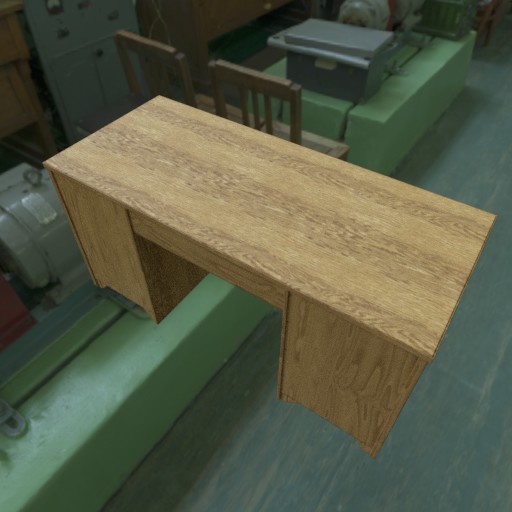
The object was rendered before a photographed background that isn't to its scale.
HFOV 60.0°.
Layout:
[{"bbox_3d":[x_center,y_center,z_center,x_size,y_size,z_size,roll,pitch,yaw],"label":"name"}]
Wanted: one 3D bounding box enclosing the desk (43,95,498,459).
[{"bbox_3d":[0.000,0.000,1.910,1.567,0.751,0.685,26,52,23],"label":"desk"}]
